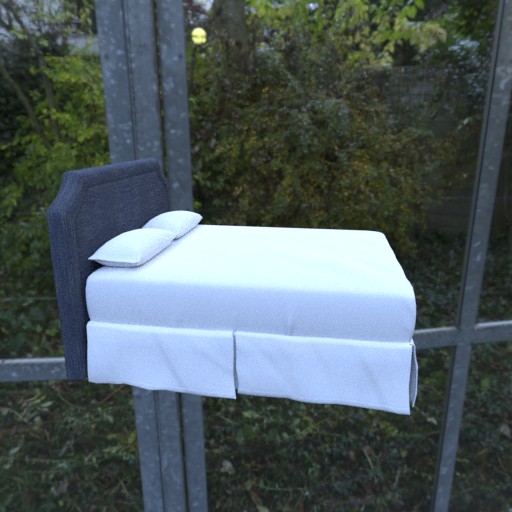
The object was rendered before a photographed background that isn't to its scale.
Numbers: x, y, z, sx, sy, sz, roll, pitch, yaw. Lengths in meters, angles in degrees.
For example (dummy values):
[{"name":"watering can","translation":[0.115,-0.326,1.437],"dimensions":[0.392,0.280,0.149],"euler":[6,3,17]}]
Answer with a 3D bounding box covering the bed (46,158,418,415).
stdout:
[{"name":"bed","translation":[0.000,0.000,3.203],"dimensions":[2.116,1.290,1.693],"euler":[3,16,9]}]
